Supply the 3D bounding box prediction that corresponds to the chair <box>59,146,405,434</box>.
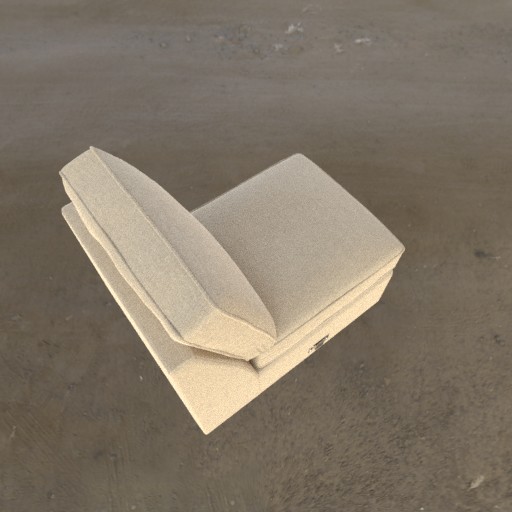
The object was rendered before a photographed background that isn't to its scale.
[{"bbox_3d":[0.000,0.000,1.544,0.938,0.970,0.621,-33,63,-19],"label":"chair"}]
